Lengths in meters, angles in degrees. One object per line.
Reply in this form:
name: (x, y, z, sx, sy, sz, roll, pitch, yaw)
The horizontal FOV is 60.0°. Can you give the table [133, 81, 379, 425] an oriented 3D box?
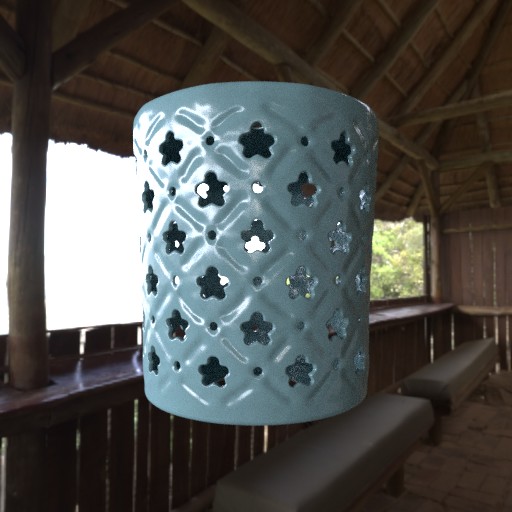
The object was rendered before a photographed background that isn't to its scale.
table: (0.000, 0.000, 0.652, 0.352, 0.387, 0.352, 0, -1, 0)
